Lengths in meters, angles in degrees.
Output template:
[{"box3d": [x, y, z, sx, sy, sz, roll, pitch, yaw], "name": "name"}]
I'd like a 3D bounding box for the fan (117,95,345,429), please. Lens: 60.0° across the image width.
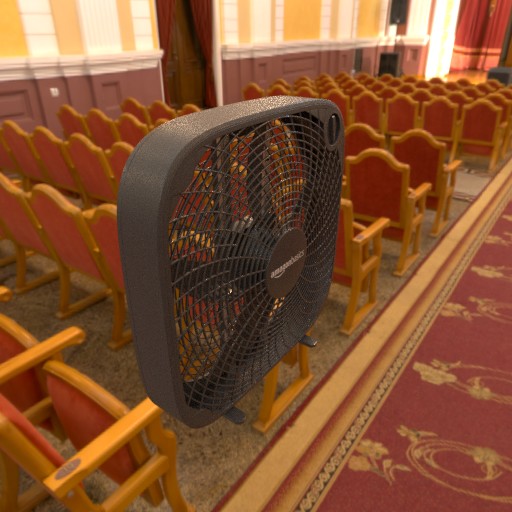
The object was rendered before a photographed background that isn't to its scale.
[{"box3d": [0.000, 0.000, 0.819, 0.142, 0.533, 0.526, 19, 33, 31], "name": "fan"}]
